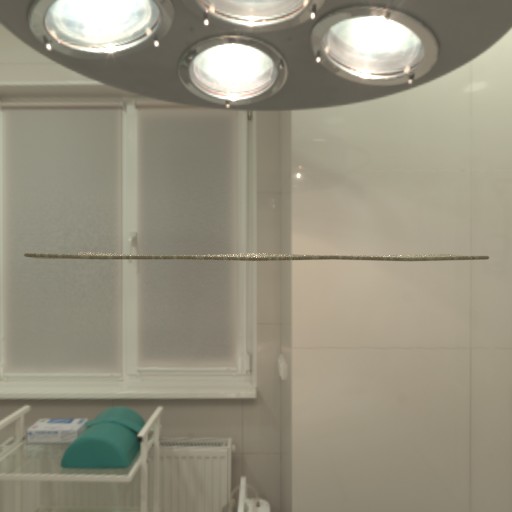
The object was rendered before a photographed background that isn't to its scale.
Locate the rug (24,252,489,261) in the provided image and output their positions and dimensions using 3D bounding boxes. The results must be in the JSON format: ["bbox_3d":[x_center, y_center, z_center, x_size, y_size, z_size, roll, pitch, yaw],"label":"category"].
[{"bbox_3d":[0.000,0.000,2.702,2.452,0.051,0.752,0,0,1],"label":"rug"}]
